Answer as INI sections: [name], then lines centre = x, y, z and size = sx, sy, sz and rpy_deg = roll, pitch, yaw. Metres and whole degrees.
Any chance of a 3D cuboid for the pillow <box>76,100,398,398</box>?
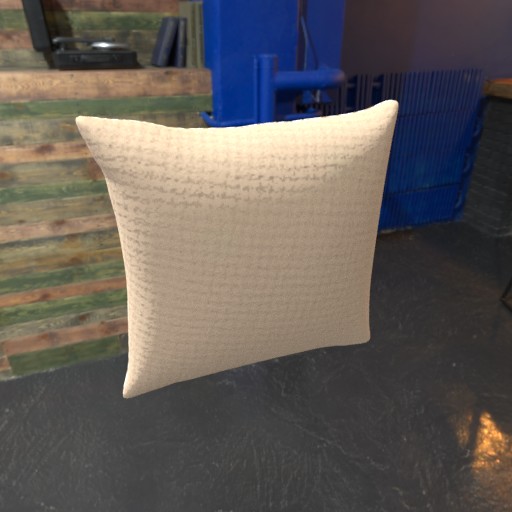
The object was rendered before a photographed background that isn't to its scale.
[pillow]
centre = 0.000, 0.000, 0.632
size = 0.419, 0.407, 0.173
rpy_deg = -9, 28, -17
